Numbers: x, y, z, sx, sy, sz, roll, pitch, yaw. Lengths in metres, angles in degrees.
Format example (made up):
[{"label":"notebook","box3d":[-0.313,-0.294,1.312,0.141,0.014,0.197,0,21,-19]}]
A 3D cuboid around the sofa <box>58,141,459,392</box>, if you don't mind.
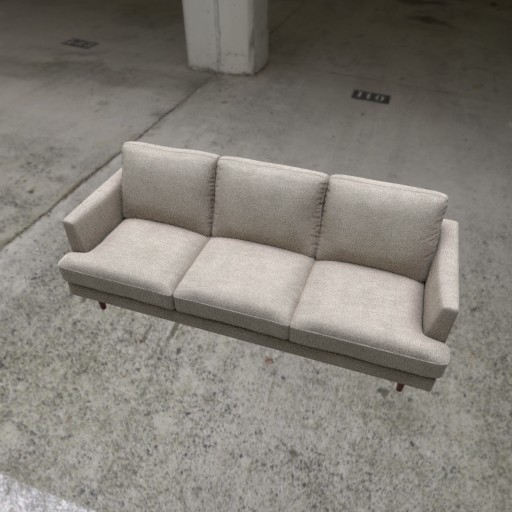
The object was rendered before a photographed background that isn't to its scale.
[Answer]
[{"label":"sofa","box3d":[0.000,0.000,2.679,2.246,0.930,0.903,12,42,14]}]
